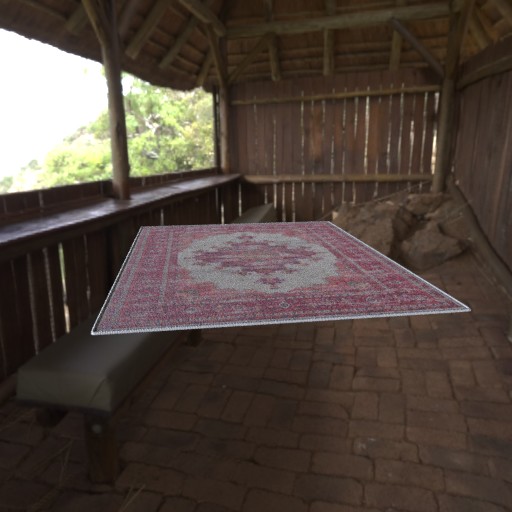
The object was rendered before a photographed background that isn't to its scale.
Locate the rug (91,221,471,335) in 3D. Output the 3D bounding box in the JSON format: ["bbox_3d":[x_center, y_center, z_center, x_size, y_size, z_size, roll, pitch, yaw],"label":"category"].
[{"bbox_3d":[0.000,0.000,4.265,2.447,0.017,3.123,-2,16,-8],"label":"rug"}]
